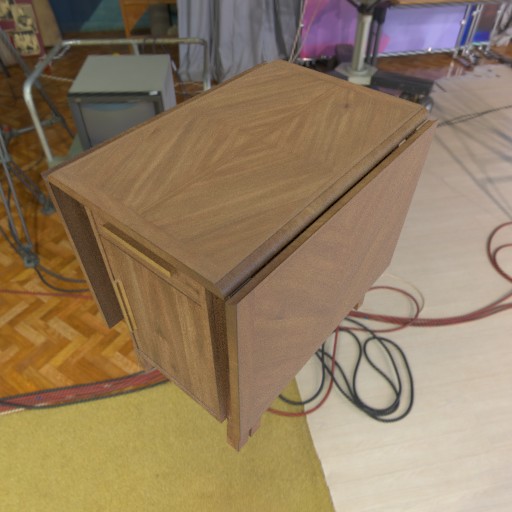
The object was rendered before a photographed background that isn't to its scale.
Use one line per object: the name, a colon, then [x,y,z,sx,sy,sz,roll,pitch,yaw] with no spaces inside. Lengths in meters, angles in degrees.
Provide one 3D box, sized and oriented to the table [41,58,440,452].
table: [0.000,0.000,1.627,0.701,0.981,0.967,31,53,27]
